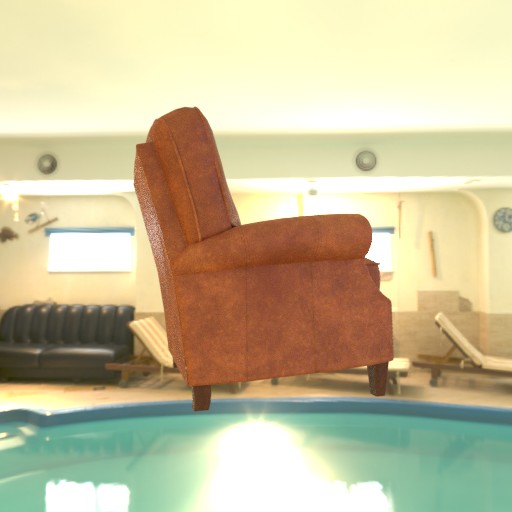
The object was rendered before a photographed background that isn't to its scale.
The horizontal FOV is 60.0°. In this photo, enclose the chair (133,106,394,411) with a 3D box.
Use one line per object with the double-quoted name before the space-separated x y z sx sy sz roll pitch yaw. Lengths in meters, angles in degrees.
"chair" 0.000 0.000 1.850 0.986 1.018 0.936 0 -2 -16
